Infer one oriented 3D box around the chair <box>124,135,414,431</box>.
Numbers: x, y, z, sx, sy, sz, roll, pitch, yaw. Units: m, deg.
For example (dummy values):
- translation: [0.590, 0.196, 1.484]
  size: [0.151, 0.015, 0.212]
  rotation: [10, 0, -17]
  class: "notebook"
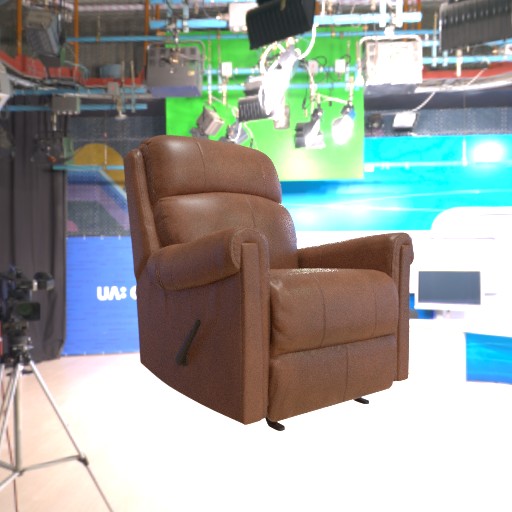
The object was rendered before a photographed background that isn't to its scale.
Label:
- translation: [0.000, 0.000, 1.800]
  size: [0.838, 1.054, 1.014]
  rotation: [0, 1, -36]
  class: "chair"
